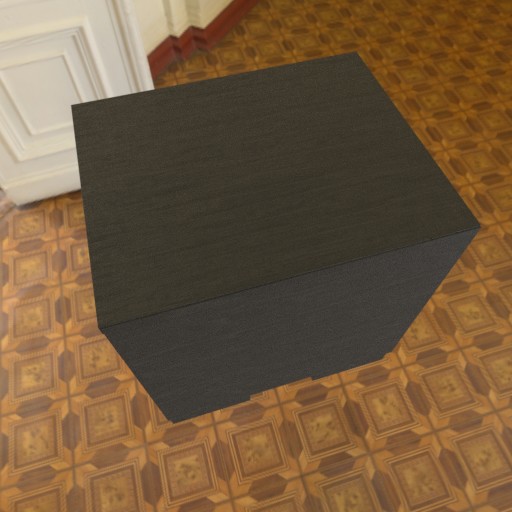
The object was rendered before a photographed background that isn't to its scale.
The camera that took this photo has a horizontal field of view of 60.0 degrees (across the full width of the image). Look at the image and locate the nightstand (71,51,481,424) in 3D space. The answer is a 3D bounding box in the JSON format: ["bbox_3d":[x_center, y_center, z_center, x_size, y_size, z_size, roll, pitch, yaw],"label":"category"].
[{"bbox_3d":[0.000,0.000,0.742,0.427,0.448,0.347,-14,59,-9],"label":"nightstand"}]
